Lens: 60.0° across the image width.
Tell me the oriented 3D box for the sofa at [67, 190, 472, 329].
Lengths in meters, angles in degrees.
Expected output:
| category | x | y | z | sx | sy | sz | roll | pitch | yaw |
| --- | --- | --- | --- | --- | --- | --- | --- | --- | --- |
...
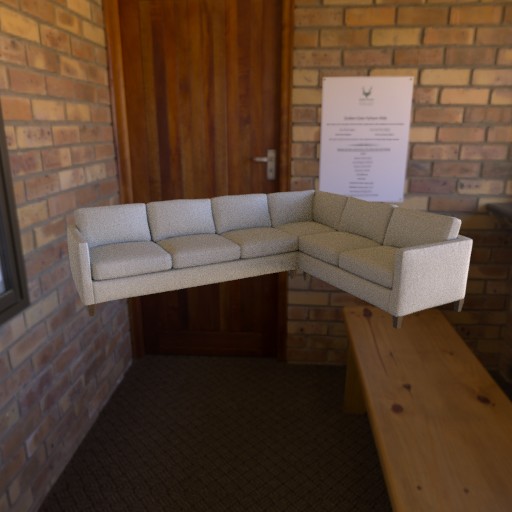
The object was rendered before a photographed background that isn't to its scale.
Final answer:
| category | x | y | z | sx | sy | sz | roll | pitch | yaw |
| --- | --- | --- | --- | --- | --- | --- | --- | --- | --- |
| sofa | 0.000 | 0.000 | 4.505 | 3.333 | 0.934 | 2.522 | -8 | 18 | -27 |
